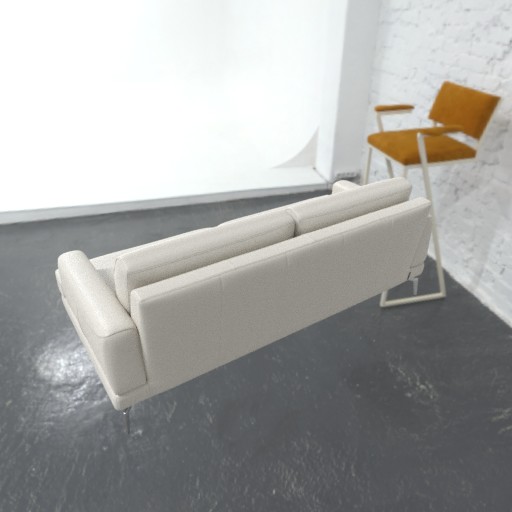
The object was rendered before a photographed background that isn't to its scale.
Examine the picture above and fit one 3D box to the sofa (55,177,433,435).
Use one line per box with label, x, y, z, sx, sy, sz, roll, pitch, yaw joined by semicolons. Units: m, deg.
sofa;0.000;0.000;2.450;1.940;0.765;0.974;-18;34;-29
